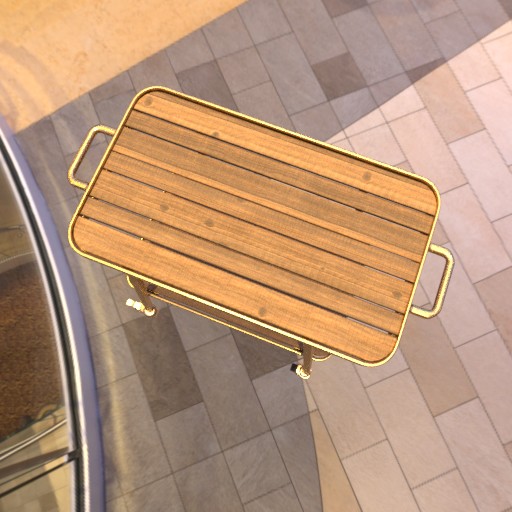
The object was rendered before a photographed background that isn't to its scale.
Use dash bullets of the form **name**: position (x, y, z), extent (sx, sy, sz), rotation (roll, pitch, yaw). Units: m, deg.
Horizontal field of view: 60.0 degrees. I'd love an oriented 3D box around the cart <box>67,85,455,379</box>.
- **cart**: position (0.000, 0.000, 1.236), extent (0.806, 0.700, 0.524), rotation (21, 77, 5)
